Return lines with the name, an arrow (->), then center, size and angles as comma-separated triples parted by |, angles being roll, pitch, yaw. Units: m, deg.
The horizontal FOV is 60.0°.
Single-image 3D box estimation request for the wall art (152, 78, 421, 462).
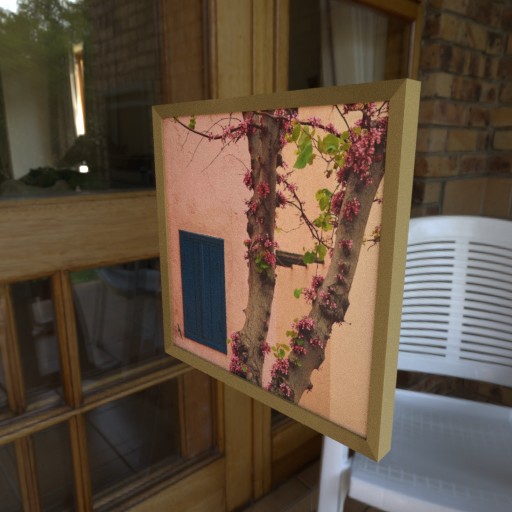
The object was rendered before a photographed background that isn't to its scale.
wall art -> 0.000, 0.000, 0.747 | 0.507, 0.508, 0.038 | 13, 19, 42
